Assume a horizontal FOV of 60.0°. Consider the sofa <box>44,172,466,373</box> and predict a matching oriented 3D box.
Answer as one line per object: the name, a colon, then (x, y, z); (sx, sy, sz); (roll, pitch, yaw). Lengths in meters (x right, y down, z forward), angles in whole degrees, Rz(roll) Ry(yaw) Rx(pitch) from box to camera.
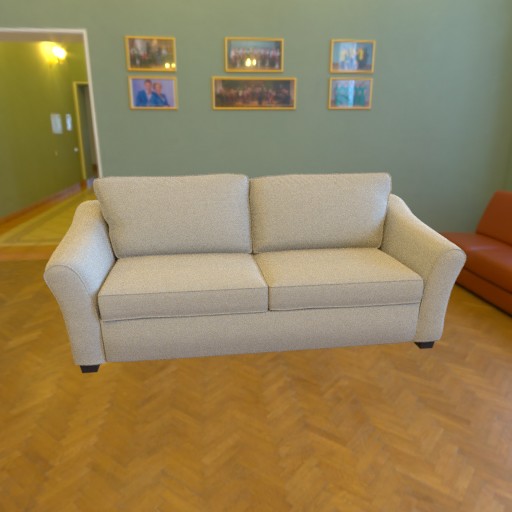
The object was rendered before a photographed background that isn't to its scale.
sofa: (0.000, 0.000, 2.754); (2.270, 0.965, 0.980); (-2, 17, -8)
